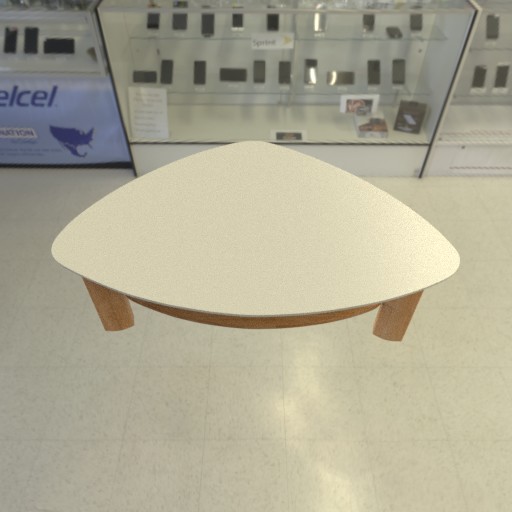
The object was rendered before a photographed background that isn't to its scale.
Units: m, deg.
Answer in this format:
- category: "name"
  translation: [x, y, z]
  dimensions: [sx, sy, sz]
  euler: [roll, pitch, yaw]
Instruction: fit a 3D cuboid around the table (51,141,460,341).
- category: "table"
  translation: [0.000, 0.000, 1.644]
  dimensions: [1.250, 0.440, 0.850]
  euler: [2, 47, 2]
